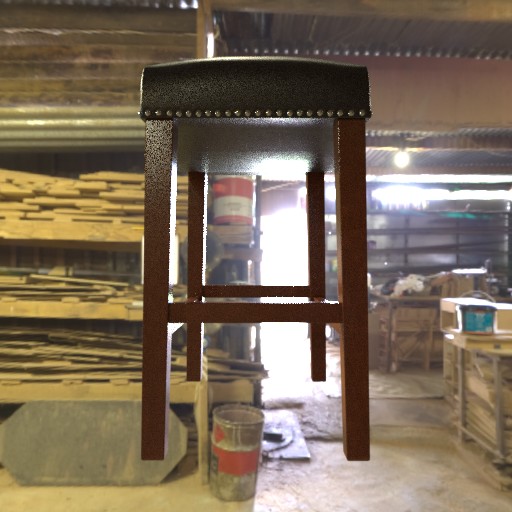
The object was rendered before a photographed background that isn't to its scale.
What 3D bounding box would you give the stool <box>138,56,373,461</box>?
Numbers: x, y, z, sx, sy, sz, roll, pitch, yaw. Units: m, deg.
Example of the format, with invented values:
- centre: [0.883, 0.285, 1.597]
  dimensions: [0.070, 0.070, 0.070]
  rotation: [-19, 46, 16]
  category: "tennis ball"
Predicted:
- centre: [0.000, 0.000, 0.942]
  dimensions: [0.372, 0.654, 0.504]
  rotation: [0, 0, 0]
  category: "stool"
